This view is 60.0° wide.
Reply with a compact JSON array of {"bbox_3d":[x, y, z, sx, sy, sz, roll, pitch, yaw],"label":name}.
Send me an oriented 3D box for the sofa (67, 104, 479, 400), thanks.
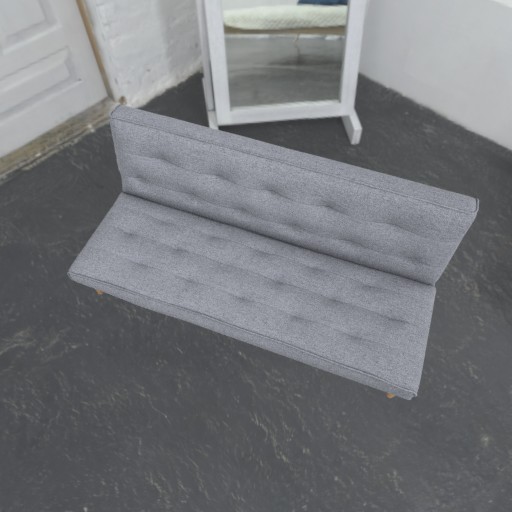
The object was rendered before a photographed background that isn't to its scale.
[{"bbox_3d":[0.000,0.000,2.254,1.820,0.830,0.810,18,60,11],"label":"sofa"}]
